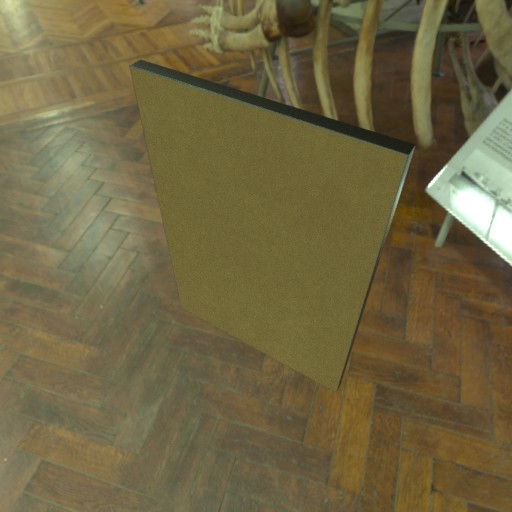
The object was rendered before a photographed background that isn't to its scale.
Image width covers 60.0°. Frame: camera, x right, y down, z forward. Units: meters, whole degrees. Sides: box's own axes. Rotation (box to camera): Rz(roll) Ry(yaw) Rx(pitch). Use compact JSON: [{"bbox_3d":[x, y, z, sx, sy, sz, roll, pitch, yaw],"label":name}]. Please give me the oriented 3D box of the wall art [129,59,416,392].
[{"bbox_3d":[0.000,0.000,0.603,0.314,0.455,0.019,25,52,21],"label":"wall art"}]
